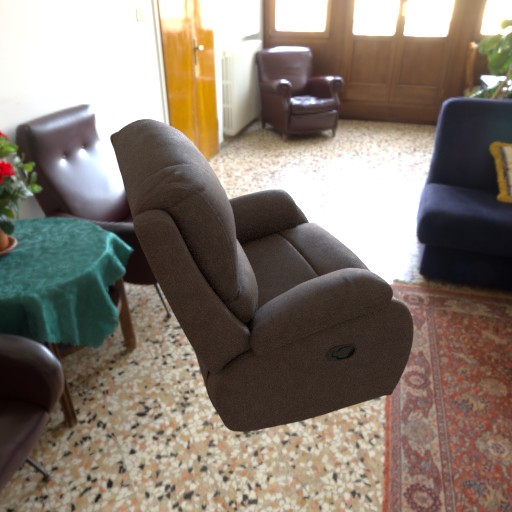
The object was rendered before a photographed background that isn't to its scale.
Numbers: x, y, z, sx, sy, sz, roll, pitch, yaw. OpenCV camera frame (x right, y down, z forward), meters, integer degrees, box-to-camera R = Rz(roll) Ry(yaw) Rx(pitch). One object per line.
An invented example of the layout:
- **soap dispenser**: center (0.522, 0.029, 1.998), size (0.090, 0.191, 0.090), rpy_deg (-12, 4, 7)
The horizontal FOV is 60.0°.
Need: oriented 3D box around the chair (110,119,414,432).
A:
- **chair**: center (0.000, 0.000, 1.698), size (0.899, 1.011, 0.930), rpy_deg (-10, 32, -17)
